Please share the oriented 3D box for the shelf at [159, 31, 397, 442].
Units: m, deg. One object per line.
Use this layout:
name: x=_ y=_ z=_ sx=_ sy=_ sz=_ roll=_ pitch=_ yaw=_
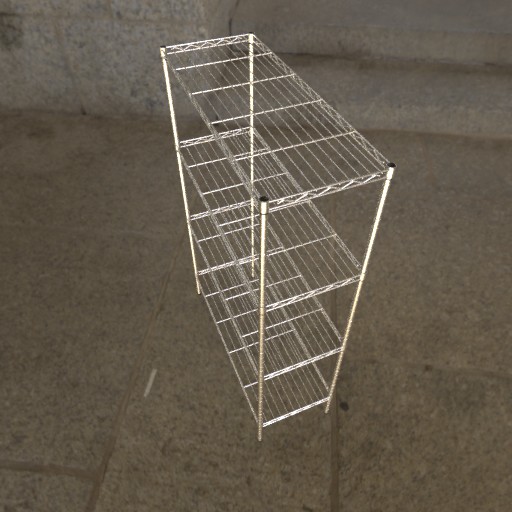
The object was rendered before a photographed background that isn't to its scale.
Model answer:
shelf: x=0.000 y=0.000 z=1.775 sx=0.352 sy=1.360 sz=0.907 roll=-17 pitch=49 yaw=-15
